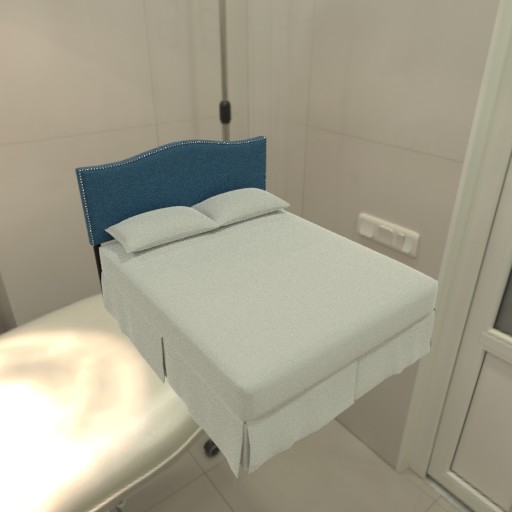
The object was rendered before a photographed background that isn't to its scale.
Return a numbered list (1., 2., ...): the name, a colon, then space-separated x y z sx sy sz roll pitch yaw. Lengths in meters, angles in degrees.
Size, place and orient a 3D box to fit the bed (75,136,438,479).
1. bed: 0.000 0.000 2.922 1.610 1.169 1.872 -20 34 -33
